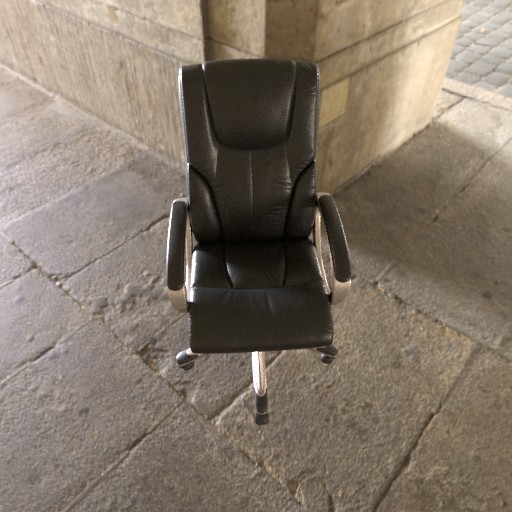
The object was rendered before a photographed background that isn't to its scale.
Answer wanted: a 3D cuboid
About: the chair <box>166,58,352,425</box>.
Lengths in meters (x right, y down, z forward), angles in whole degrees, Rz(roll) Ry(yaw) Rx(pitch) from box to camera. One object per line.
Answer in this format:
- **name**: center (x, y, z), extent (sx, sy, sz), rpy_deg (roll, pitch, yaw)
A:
- **chair**: center (0.000, 0.000, 1.628), extent (0.700, 1.145, 0.780), rpy_deg (-3, 45, -3)
